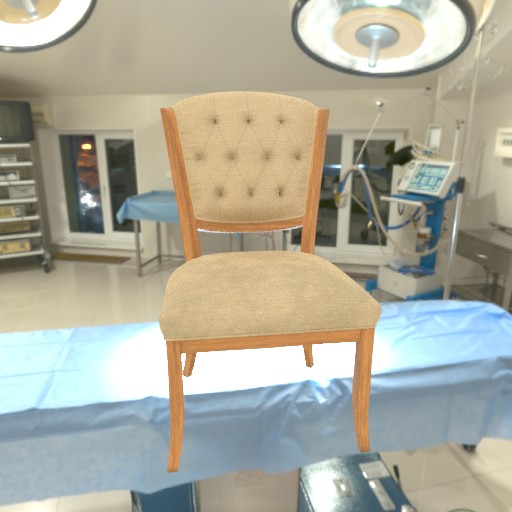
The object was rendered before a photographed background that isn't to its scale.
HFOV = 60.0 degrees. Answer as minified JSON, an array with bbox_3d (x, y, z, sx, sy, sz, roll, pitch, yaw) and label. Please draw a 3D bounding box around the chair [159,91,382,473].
[{"bbox_3d":[0.000,0.000,1.243,0.513,0.905,0.584,-2,16,-8],"label":"chair"}]
